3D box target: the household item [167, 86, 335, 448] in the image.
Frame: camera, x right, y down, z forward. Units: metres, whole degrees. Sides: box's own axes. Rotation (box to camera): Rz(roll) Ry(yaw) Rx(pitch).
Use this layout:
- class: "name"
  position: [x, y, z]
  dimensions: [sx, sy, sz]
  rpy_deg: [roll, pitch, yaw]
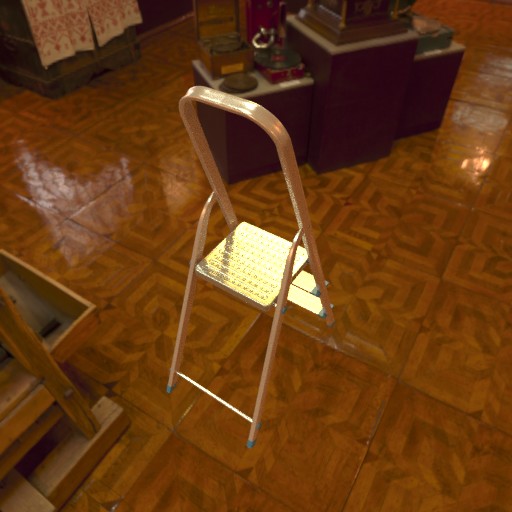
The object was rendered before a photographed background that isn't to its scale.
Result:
- class: "household item"
  position: [0.000, 0.000, 1.477]
  dimensions: [0.420, 1.215, 0.687]
  rpy_deg: [25, 51, 23]
